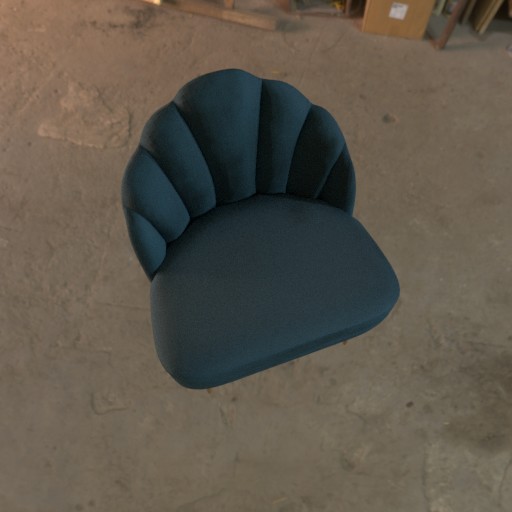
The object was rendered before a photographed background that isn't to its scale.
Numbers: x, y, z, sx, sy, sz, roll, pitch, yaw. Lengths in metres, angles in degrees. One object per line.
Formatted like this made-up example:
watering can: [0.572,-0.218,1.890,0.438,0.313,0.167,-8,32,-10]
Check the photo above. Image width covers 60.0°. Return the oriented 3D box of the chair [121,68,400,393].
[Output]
chair: [0.000,0.000,1.268,0.657,0.819,0.599,-18,64,-9]
